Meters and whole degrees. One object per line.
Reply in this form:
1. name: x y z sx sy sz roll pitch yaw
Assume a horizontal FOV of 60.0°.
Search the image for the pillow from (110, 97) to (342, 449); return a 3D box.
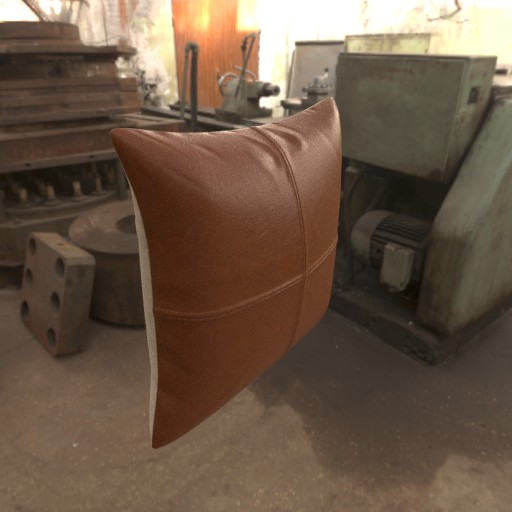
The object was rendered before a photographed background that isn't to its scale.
1. pillow: 0.000 0.000 0.751 0.192 0.477 0.501 17 30 33
